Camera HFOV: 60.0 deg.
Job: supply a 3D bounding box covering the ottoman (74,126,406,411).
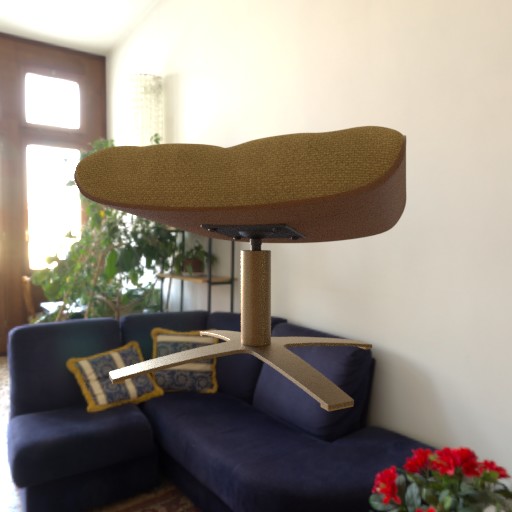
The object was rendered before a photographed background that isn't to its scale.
[{"bbox_3d":[0.000,0.000,0.814,0.520,0.391,0.394,1,2,19],"label":"ottoman"}]
